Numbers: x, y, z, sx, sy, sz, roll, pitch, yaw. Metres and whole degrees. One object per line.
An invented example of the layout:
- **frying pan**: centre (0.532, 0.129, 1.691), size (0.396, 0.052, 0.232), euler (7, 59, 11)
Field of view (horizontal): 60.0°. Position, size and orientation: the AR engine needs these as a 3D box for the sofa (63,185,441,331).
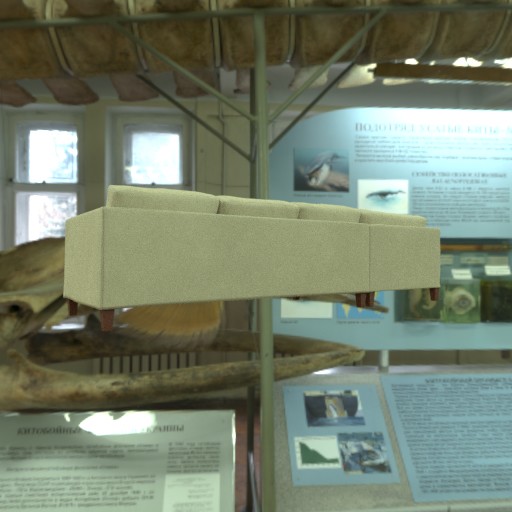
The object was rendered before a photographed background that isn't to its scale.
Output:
- **sofa**: centre (0.000, 0.000, 3.963), size (3.186, 0.846, 1.625), euler (0, 0, -35)
